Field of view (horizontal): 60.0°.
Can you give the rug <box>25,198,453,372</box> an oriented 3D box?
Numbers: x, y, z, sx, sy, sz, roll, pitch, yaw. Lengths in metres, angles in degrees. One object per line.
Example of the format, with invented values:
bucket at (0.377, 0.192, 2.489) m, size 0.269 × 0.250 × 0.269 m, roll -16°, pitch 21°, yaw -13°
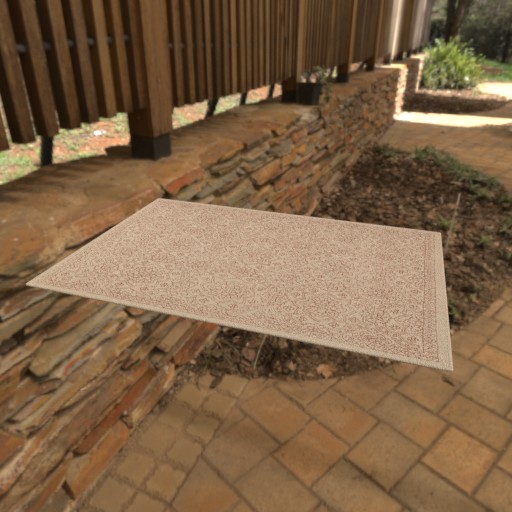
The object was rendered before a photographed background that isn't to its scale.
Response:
rug at (0.000, 0.000, 2.286) m, size 1.829 × 0.010 × 1.219 m, roll 9°, pitch 28°, yaw 16°
